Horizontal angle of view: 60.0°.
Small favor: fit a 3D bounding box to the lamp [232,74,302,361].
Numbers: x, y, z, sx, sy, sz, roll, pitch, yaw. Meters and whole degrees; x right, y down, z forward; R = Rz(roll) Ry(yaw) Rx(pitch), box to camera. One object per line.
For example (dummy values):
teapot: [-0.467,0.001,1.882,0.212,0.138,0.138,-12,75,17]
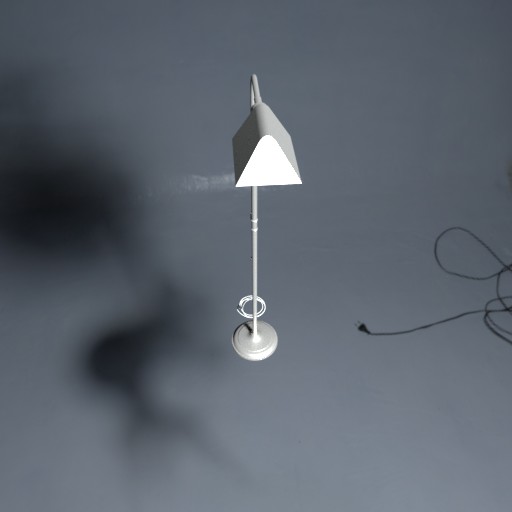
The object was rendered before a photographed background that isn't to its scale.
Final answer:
lamp: [0.000,0.000,1.864,0.256,1.571,0.813,-3,47,-3]
